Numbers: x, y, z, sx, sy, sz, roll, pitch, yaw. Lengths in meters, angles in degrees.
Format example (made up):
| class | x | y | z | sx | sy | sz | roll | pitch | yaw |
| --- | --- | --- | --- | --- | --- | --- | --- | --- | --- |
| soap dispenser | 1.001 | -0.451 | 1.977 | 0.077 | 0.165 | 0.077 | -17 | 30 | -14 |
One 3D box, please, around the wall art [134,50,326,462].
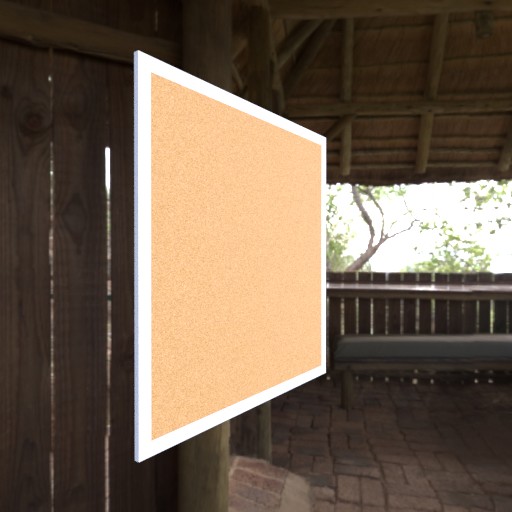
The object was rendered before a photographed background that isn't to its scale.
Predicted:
| class | x | y | z | sx | sy | sz | roll | pitch | yaw |
| --- | --- | --- | --- | --- | --- | --- | --- | --- | --- |
| wall art | 0.000 | 0.000 | 0.830 | 0.009 | 0.559 | 0.558 | 0 | 0 | 36 |
